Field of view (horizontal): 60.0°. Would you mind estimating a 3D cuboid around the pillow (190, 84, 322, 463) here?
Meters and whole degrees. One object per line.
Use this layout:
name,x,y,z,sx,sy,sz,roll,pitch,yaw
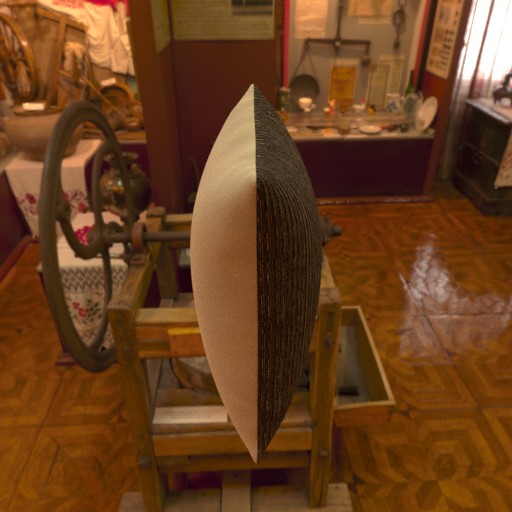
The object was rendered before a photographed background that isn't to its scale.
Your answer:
pillow,0.000,0.000,0.696,0.196,0.434,0.433,0,32,-1
